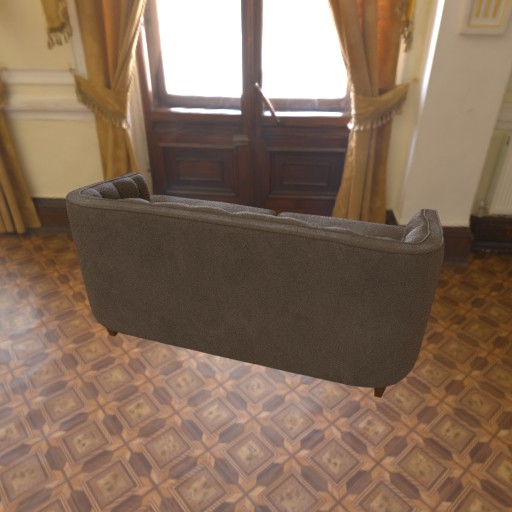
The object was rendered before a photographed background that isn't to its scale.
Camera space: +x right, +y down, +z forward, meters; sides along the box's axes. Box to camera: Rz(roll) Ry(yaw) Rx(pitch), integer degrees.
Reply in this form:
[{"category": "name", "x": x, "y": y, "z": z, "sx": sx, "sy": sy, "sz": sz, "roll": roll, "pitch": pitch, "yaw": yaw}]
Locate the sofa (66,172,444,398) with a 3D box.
[{"category": "sofa", "x": 0.000, "y": 0.000, "z": 2.320, "sx": 1.733, "sy": 0.855, "sz": 0.941, "roll": 9, "pitch": 33, "yaw": 15}]
